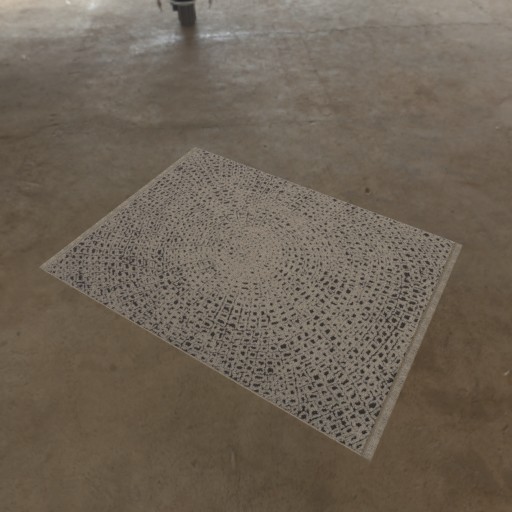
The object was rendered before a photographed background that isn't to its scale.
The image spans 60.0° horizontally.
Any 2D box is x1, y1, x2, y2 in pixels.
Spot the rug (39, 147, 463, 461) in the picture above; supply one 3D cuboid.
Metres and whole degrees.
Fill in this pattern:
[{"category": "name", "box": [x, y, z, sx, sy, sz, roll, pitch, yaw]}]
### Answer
[{"category": "rug", "box": [0.000, 0.000, 2.110, 1.634, 0.003, 1.190, 24, 51, 21]}]
